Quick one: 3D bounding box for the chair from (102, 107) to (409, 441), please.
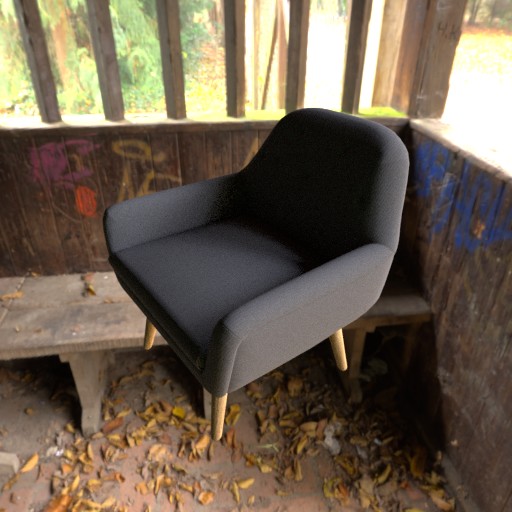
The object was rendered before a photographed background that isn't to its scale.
[{"bbox_3d":[0.000,0.000,1.438,0.779,0.800,0.770,-21,37,-30],"label":"chair"}]
